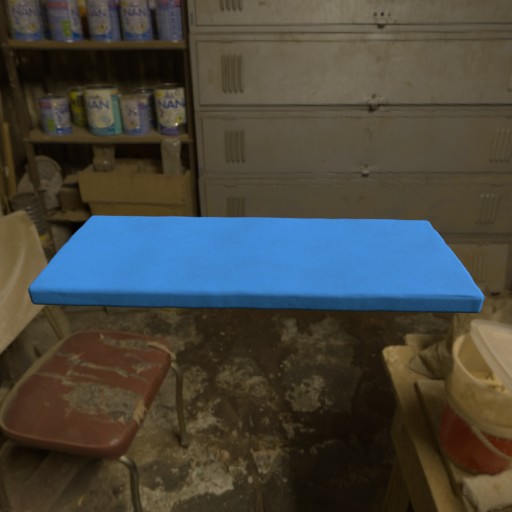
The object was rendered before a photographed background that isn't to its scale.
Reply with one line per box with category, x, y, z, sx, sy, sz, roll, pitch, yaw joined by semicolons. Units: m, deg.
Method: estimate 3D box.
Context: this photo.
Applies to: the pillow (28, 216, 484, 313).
pillow;0.000;0.000;1.322;1.187;0.081;0.492;1;29;2
